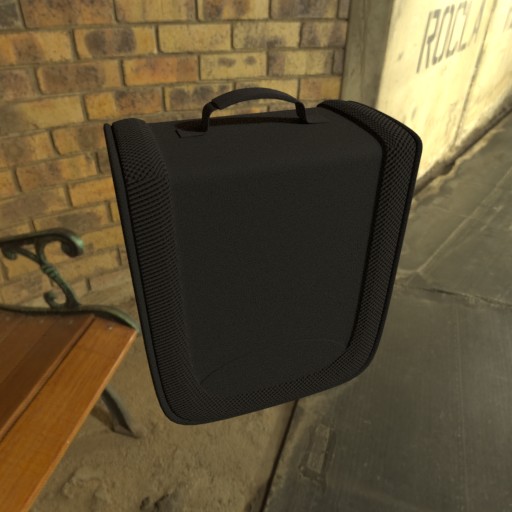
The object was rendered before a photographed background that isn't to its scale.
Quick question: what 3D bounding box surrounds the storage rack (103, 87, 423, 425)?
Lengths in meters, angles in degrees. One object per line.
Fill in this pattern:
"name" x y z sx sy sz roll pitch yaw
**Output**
"storage rack" 0.000 0.000 0.542 0.297 0.387 0.168 -11 35 -16
